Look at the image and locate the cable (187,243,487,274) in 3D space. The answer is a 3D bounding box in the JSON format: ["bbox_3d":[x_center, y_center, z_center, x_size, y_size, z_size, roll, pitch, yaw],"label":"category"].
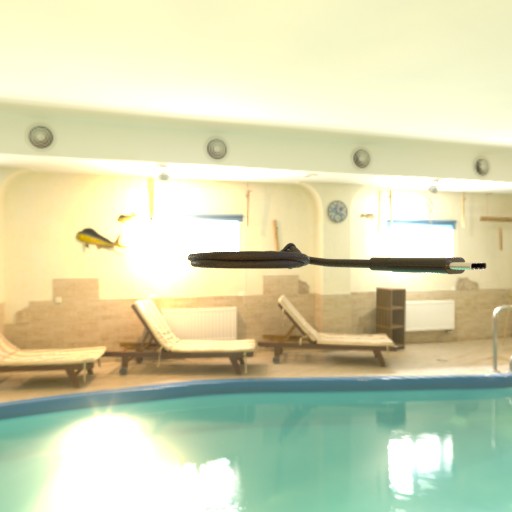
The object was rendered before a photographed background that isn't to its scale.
[{"bbox_3d":[0.000,0.000,0.227,0.070,0.014,0.203,0,0,-35],"label":"cable"}]
